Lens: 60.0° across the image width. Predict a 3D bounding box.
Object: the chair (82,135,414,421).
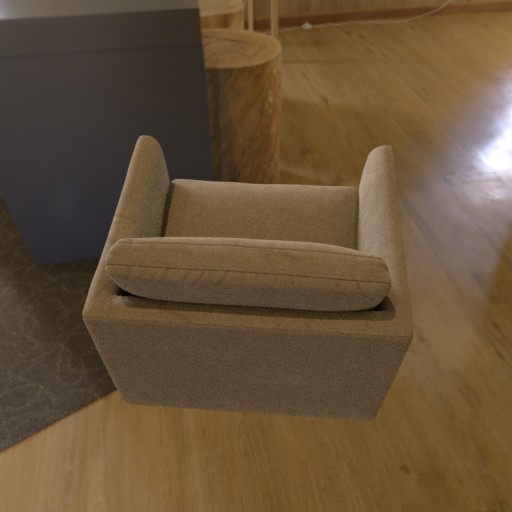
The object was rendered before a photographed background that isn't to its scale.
[{"bbox_3d":[0.000,0.000,1.897,1.190,0.845,1.091,3,47,3],"label":"chair"}]
